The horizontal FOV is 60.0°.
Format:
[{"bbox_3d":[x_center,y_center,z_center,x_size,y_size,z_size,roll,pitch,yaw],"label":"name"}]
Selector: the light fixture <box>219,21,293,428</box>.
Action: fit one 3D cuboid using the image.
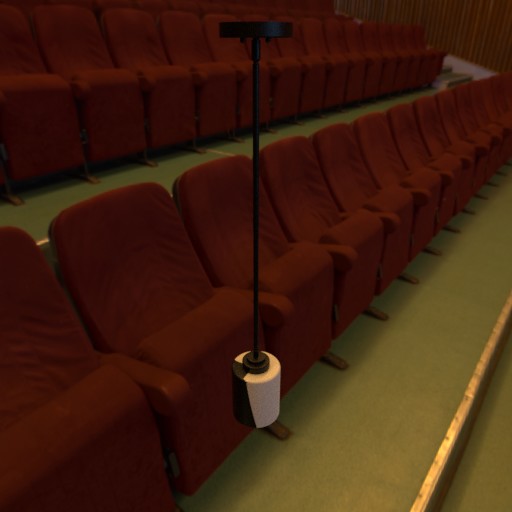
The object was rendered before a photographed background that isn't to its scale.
[{"bbox_3d":[0.000,0.000,0.926,0.123,0.863,0.123,18,31,32],"label":"light fixture"}]
